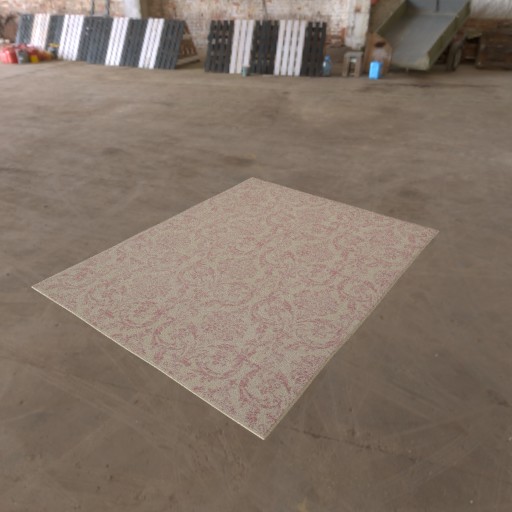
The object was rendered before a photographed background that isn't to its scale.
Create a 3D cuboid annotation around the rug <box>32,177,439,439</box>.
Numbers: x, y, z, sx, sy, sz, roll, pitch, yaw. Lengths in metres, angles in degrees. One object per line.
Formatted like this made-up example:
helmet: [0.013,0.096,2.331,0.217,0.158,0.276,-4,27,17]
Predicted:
rug: [0.000,0.000,4.036,2.363,0.012,2.980,22,38,31]
